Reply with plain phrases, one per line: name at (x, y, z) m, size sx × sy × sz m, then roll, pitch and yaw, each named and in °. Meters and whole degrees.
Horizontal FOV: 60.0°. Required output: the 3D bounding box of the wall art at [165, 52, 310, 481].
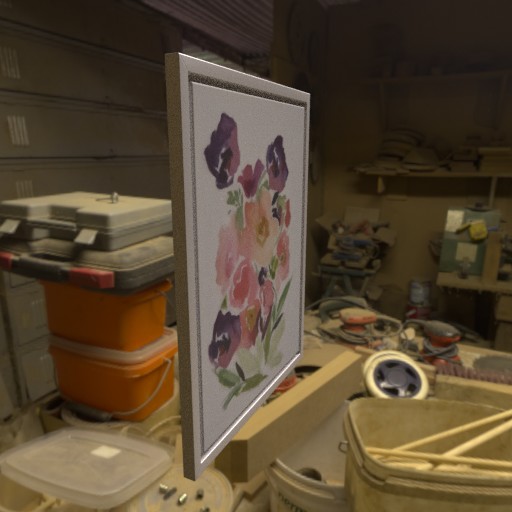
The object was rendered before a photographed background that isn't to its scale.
wall art at (0.000, 0.000, 1.412) m, size 0.042 × 1.056 × 0.805 m, roll 7°, pitch 15°, yaw 26°
